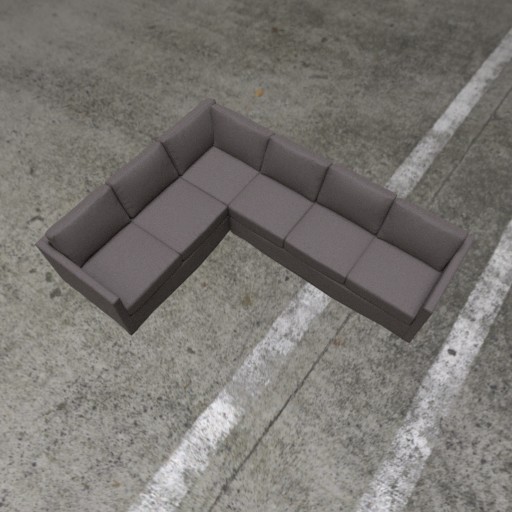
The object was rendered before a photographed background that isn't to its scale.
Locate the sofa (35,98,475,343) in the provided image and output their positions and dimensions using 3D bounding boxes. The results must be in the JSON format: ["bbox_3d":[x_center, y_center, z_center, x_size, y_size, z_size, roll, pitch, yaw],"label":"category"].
[{"bbox_3d":[0.000,0.000,4.202,3.182,0.871,2.432,32,64,18],"label":"sofa"}]
